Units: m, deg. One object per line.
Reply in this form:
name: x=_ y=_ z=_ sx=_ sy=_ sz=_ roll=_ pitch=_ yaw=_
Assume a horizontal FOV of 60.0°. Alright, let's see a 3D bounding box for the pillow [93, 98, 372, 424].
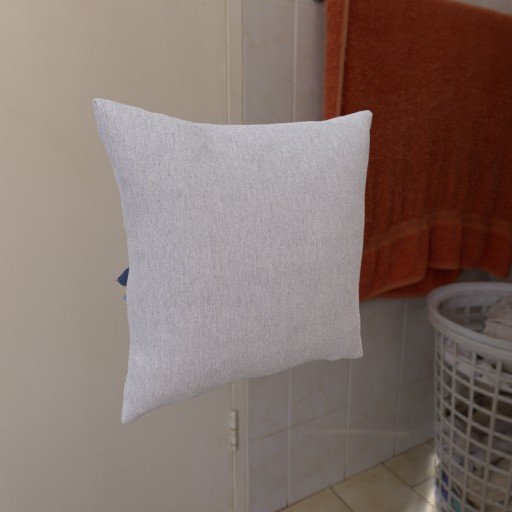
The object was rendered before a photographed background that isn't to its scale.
pillow: x=0.000 y=0.000 z=0.673 sx=0.433 sy=0.436 sz=0.173 roll=-7 pitch=16 yaw=-26
